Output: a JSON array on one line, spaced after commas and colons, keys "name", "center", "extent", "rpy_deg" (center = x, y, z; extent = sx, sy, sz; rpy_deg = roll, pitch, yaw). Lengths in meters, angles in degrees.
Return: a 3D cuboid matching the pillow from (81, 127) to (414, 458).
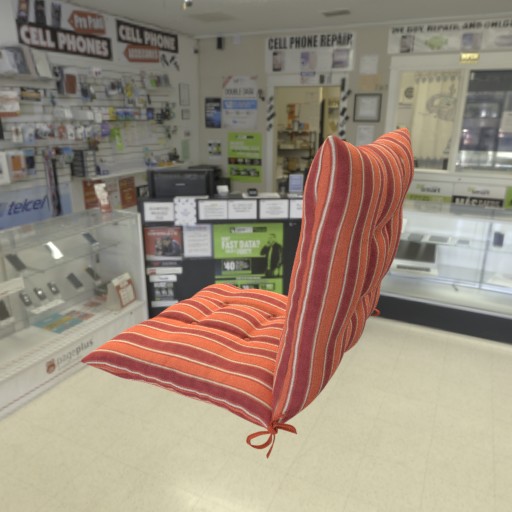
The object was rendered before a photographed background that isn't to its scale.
[{"name": "pillow", "center": [0.000, 0.000, 0.962], "extent": [0.585, 0.536, 0.541], "rpy_deg": [10, 20, 27]}]
